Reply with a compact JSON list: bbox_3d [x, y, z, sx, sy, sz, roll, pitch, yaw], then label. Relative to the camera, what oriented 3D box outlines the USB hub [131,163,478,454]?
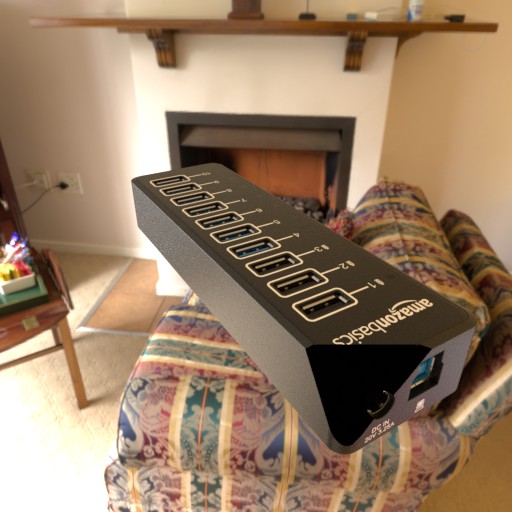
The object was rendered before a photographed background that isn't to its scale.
[{"bbox_3d":[0.000,0.000,0.158,0.044,0.023,0.145,-17,34,-27],"label":"USB hub"}]
